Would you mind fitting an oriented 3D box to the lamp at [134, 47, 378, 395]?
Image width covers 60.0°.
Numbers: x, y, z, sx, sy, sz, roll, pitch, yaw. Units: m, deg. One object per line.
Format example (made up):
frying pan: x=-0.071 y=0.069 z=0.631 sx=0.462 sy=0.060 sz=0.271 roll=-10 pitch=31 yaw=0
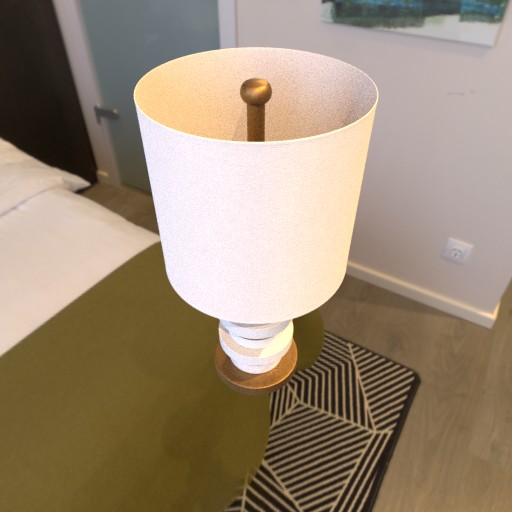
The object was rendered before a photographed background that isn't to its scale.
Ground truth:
lamp: x=0.000 y=0.000 z=0.521 sx=0.210 sy=0.410 sz=0.210 roll=0 pitch=42 yaw=0
